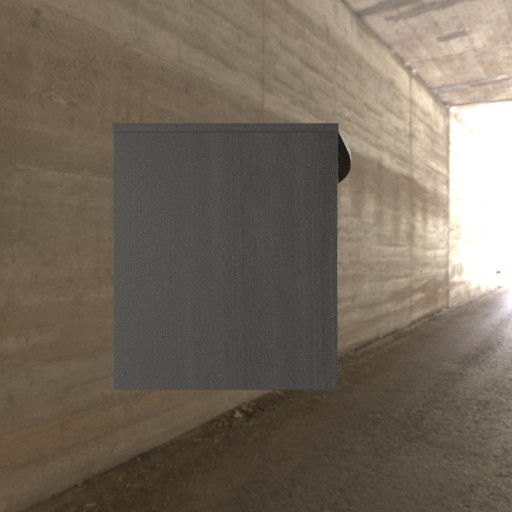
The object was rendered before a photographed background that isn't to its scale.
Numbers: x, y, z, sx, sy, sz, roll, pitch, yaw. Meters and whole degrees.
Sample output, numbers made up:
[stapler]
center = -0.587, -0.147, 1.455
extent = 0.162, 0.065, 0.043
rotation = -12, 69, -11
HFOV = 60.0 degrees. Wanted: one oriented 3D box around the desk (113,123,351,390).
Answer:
[desk]
center = 0.000, 0.000, 2.046
extent = 0.802, 0.750, 1.600
rotation = 0, 0, 0
